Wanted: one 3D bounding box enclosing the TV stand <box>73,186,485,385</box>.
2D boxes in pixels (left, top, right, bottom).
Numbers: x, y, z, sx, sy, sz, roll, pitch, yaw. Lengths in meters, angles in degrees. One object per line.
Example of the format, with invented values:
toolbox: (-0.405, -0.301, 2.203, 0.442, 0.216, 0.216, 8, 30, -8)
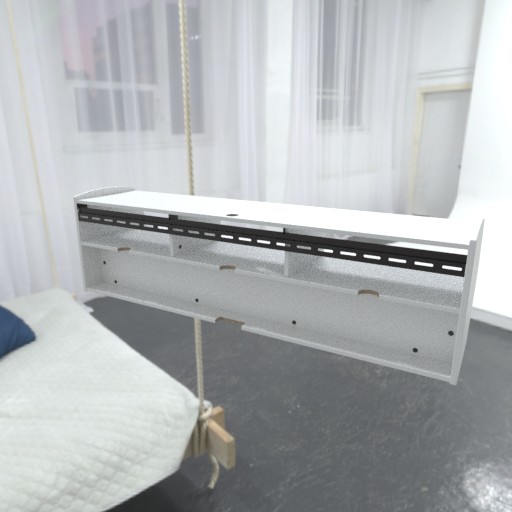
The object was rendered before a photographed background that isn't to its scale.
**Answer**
TV stand: (0.000, 0.000, 1.659, 1.473, 0.424, 0.397, 9, 18, 28)
